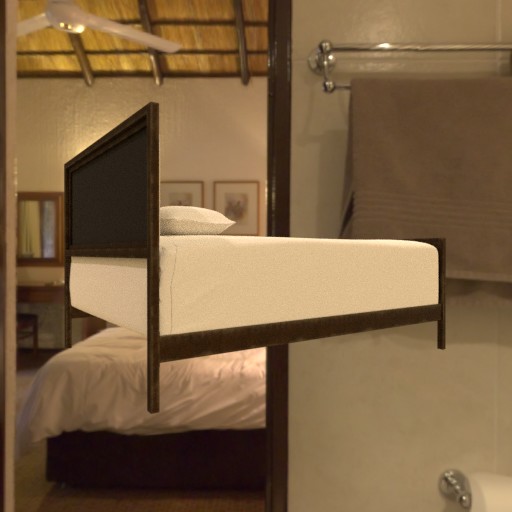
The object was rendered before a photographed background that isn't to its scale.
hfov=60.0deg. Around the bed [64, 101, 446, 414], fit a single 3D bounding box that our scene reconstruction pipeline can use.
[{"bbox_3d":[0.000,0.000,3.156,2.221,1.313,1.607,0,0,-35],"label":"bed"}]
